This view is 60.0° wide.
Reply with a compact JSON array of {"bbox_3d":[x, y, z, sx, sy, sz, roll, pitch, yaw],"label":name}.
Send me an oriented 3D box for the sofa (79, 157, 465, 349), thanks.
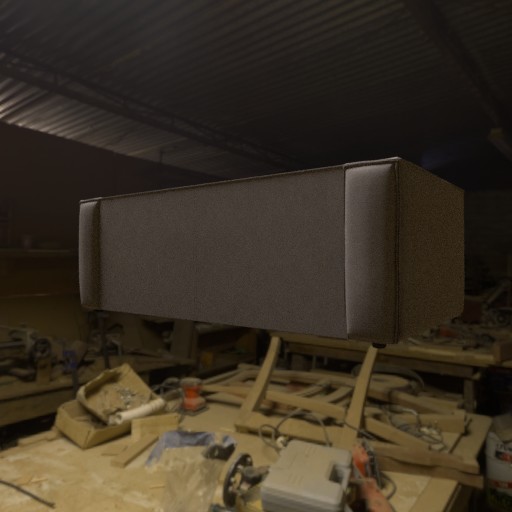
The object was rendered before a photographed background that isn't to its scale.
[{"bbox_3d":[0.000,0.000,2.478,1.995,0.680,1.038,0,0,37],"label":"sofa"}]
